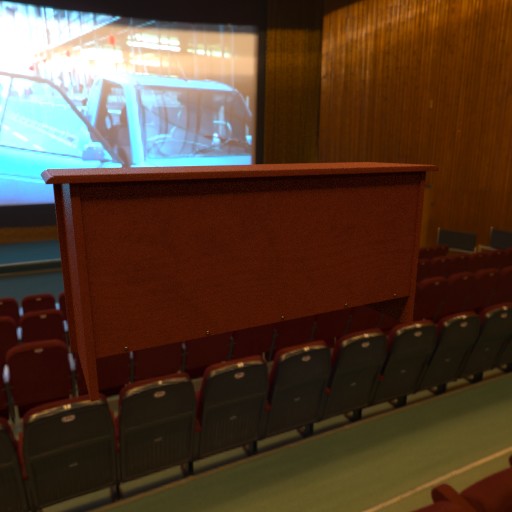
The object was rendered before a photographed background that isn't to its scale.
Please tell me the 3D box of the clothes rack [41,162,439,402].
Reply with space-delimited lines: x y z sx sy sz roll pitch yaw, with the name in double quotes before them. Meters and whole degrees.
"clothes rack" 0.000 0.000 1.502 1.251 0.594 0.362 -7 16 -26
